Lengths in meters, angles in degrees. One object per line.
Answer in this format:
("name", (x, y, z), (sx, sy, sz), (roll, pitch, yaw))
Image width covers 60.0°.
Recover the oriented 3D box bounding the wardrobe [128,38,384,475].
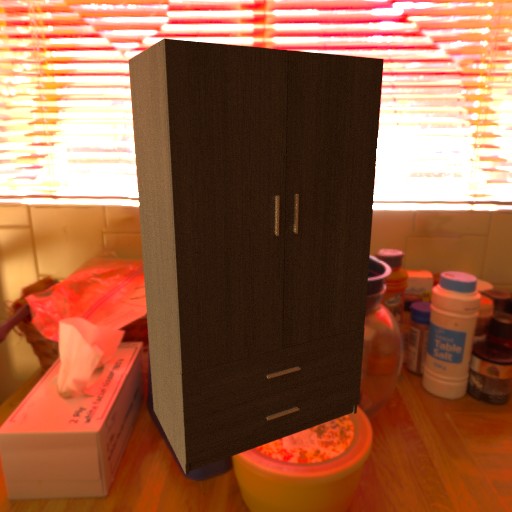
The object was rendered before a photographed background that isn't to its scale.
("wardrobe", (0.000, 0.000, 2.204), (0.991, 1.808, 0.577), (-8, 18, -26))
